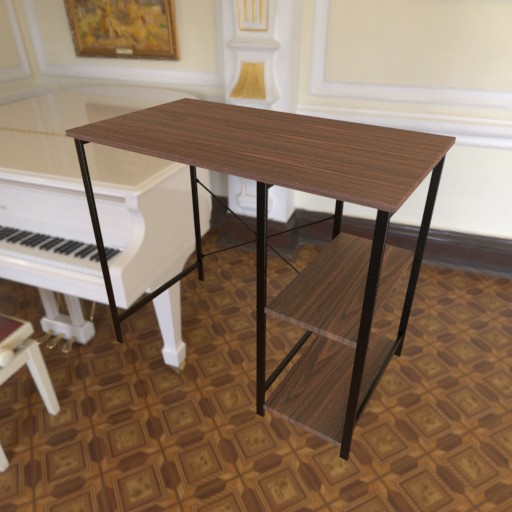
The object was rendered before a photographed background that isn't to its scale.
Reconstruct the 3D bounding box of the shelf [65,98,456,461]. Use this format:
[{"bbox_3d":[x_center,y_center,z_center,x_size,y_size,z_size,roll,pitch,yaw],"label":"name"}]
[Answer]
[{"bbox_3d":[0.000,0.000,1.358,0.902,0.750,0.498,18,35,27],"label":"shelf"}]
